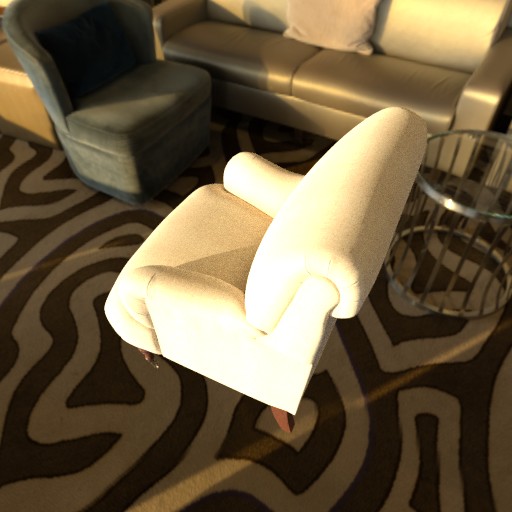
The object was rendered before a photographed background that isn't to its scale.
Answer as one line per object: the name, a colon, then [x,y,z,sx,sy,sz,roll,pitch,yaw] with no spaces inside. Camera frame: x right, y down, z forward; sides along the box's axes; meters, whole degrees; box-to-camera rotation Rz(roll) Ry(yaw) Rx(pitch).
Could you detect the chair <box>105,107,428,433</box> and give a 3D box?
chair: [0.000,0.000,1.526,0.842,0.944,0.766,19,49,17]
